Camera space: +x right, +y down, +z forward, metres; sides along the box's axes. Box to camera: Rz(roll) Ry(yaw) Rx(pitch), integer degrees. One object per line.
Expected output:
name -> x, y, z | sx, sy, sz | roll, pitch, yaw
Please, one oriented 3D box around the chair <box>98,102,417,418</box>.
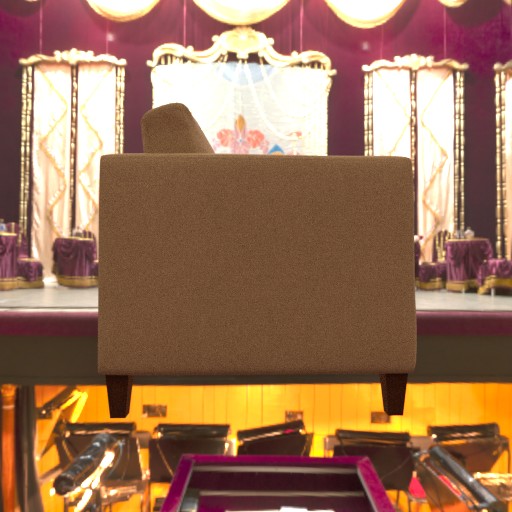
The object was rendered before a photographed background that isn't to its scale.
chair -> 0.000, 0.000, 1.799 | 0.959, 0.961, 1.107 | 0, -1, -2
